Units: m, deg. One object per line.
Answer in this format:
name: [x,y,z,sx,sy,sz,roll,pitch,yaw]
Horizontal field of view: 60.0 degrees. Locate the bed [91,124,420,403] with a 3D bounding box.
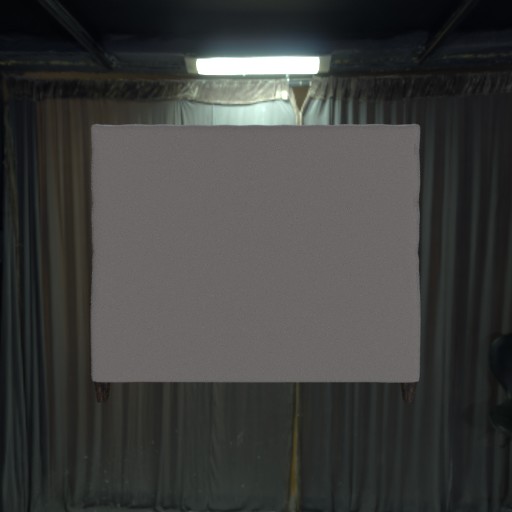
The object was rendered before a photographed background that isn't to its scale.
bed: [0.000,0.000,3.421,1.698,1.427,2.387,0,2,0]
